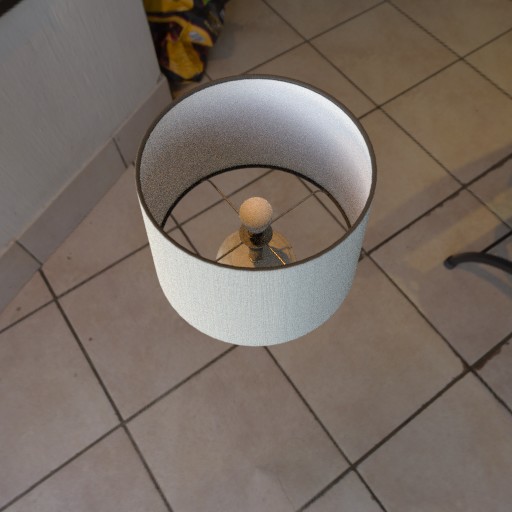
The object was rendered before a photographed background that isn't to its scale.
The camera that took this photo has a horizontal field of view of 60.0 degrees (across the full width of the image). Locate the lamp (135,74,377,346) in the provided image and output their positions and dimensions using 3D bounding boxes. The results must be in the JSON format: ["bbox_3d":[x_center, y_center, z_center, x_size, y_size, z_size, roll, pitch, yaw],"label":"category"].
[{"bbox_3d":[0.000,0.000,0.864,0.376,0.594,0.376,0,65,0],"label":"lamp"}]
